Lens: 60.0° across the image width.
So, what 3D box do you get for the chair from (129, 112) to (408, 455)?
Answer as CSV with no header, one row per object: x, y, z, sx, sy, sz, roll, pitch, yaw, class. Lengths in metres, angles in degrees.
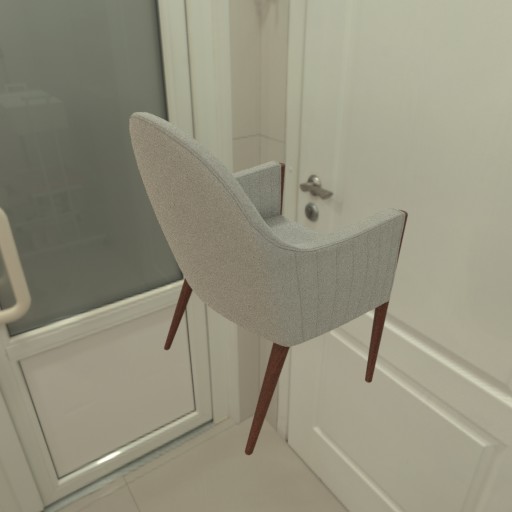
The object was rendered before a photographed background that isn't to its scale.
0.000,0.000,1.333,0.620,0.889,0.610,-18,34,-30,chair
